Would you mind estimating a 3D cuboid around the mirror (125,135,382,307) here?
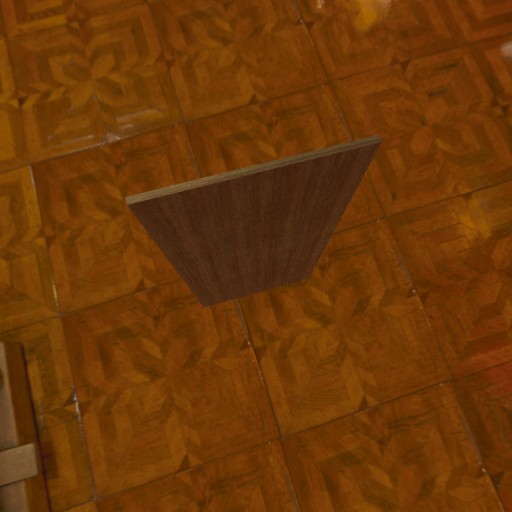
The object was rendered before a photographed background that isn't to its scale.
[{"bbox_3d":[0.000,0.000,2.345,0.812,2.032,0.025,-15,75,-4],"label":"mirror"}]
